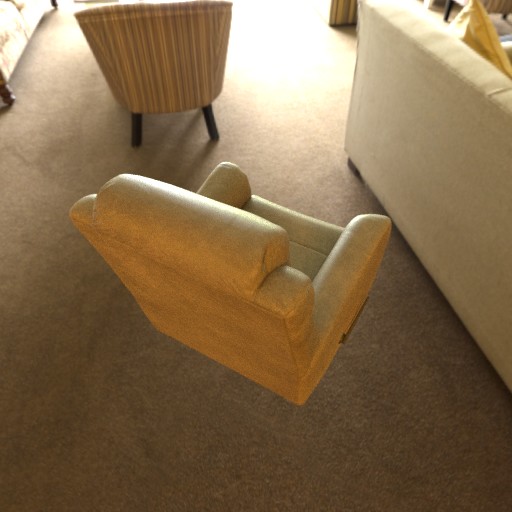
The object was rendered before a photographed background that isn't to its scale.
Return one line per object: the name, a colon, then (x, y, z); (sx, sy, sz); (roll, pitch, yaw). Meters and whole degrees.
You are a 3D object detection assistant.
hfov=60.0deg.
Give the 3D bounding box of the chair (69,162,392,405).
chair: (0.000, 0.000, 1.964); (0.967, 1.116, 1.068); (23, 49, 21)
